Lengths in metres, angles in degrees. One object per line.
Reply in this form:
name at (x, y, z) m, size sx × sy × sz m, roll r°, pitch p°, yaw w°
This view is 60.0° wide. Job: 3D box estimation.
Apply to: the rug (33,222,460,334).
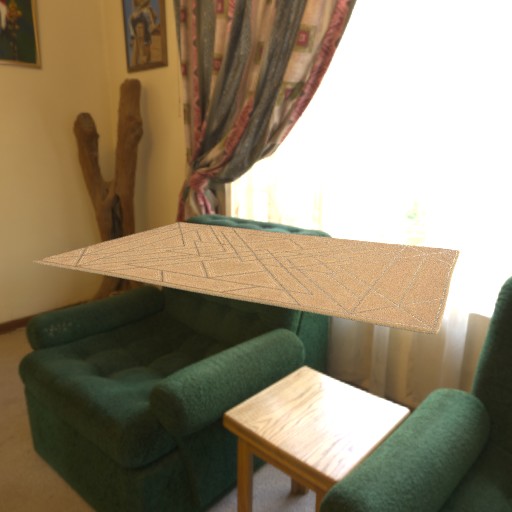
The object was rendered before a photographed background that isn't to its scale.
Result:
rug at (0.000, 0.000, 3.013) m, size 2.459 × 0.023 × 1.575 m, roll 7°, pitch 16°, yaw 26°
